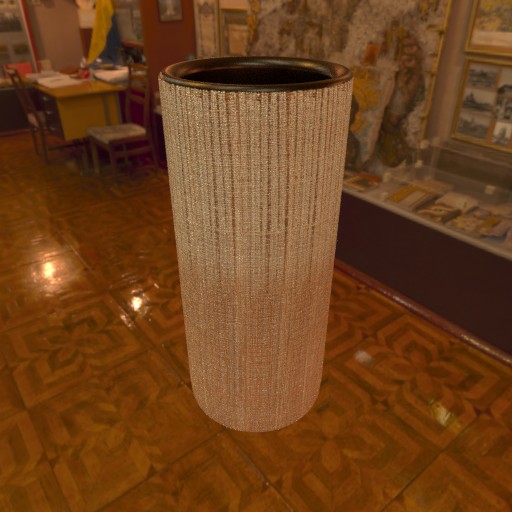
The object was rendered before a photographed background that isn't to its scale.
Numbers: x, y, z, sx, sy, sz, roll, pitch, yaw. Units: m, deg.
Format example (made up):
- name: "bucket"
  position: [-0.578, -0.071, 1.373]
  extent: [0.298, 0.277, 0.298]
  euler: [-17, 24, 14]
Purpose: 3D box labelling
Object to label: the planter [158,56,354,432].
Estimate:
- name: "planter"
  position: [0.000, 0.000, 0.288]
  extent: [0.100, 0.227, 0.100]
  euler: [-21, 37, -30]
